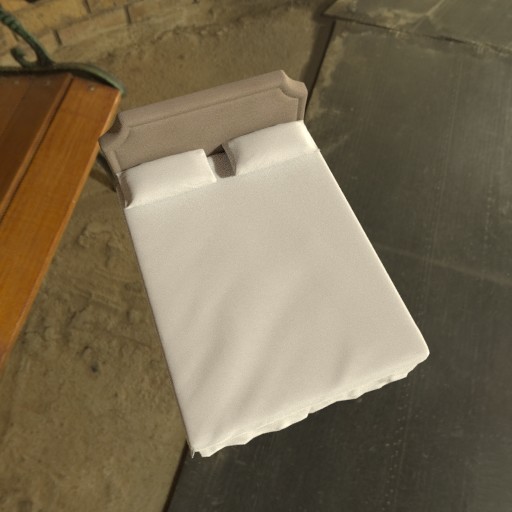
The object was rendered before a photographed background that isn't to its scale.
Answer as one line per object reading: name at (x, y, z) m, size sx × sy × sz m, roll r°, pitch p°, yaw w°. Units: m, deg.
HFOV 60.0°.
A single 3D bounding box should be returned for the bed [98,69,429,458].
bed at (0.000, 0.000, 3.581) m, size 1.977 × 1.293 × 2.498 m, roll -19°, pitch 65°, yaw -9°
